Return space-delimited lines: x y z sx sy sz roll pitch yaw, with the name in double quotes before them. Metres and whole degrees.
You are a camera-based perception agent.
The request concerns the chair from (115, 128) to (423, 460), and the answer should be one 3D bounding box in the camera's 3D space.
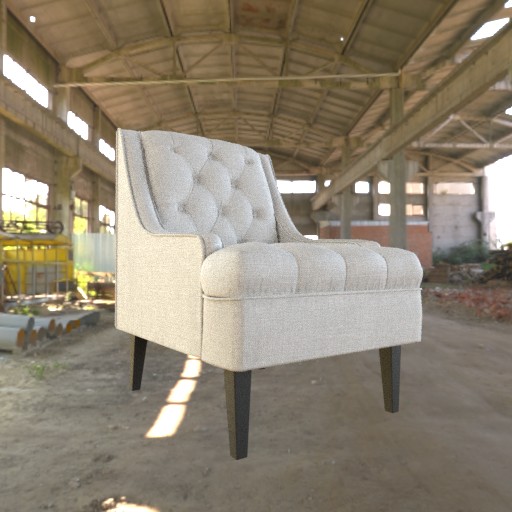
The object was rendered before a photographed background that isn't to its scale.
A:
"chair" 0.000 0.000 1.372 0.658 0.891 0.772 1 -1 -35
